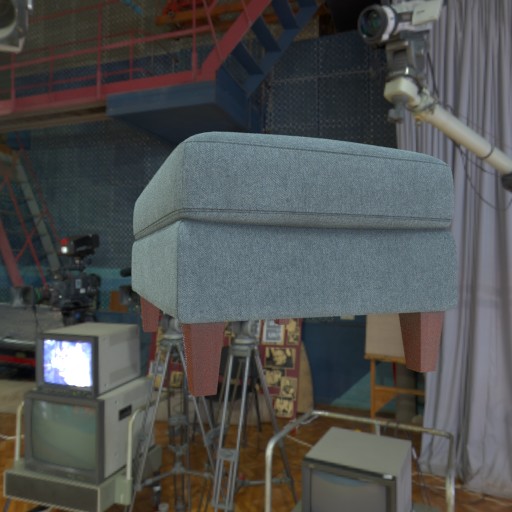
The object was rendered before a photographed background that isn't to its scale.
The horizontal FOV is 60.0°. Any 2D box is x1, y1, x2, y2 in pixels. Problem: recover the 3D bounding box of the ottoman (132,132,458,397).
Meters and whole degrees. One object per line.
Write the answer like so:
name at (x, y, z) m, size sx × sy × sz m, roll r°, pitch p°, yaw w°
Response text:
ottoman at (0.000, 0.000, 1.192) m, size 0.584 × 0.483 × 0.864 m, roll 0°, pitch -1°, yaw -20°
